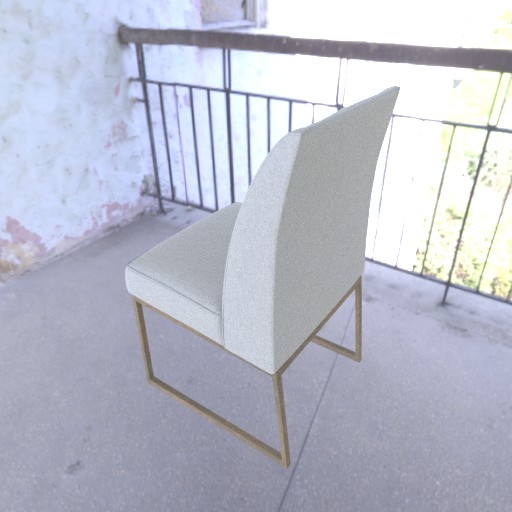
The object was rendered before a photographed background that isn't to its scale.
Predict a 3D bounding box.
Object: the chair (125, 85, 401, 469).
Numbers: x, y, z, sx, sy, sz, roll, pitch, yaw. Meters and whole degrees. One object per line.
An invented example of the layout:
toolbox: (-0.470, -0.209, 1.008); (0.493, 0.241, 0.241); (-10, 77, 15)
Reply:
chair: (0.000, 0.000, 1.204); (0.522, 0.863, 0.508); (20, 37, 29)
